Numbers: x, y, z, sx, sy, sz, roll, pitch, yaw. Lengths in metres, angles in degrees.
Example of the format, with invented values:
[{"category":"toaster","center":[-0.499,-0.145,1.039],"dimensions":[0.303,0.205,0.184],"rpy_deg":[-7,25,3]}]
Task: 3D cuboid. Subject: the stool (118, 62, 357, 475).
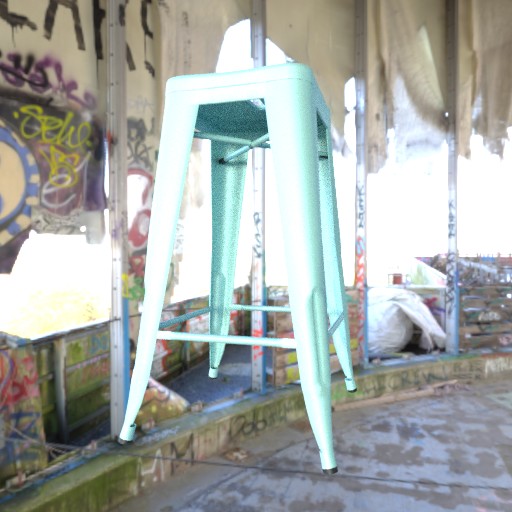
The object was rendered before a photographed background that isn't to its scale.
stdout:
[{"category":"stool","center":[0.000,0.000,0.853],"dimensions":[0.359,0.609,0.399],"rpy_deg":[0,1,17]}]
